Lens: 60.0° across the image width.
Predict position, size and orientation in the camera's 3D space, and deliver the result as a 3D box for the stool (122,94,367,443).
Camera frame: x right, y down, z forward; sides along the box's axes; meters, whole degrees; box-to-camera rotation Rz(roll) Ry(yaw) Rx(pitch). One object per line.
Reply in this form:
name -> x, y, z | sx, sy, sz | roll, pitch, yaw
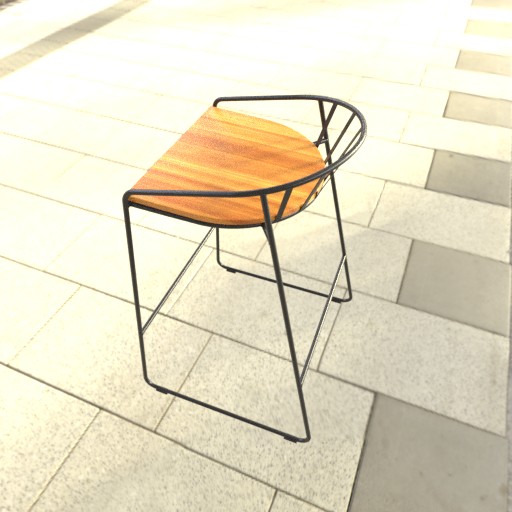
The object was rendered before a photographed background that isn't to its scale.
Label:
stool -> 0.000, 0.000, 1.187 | 0.521, 0.812, 0.546 | 15, 47, 15
